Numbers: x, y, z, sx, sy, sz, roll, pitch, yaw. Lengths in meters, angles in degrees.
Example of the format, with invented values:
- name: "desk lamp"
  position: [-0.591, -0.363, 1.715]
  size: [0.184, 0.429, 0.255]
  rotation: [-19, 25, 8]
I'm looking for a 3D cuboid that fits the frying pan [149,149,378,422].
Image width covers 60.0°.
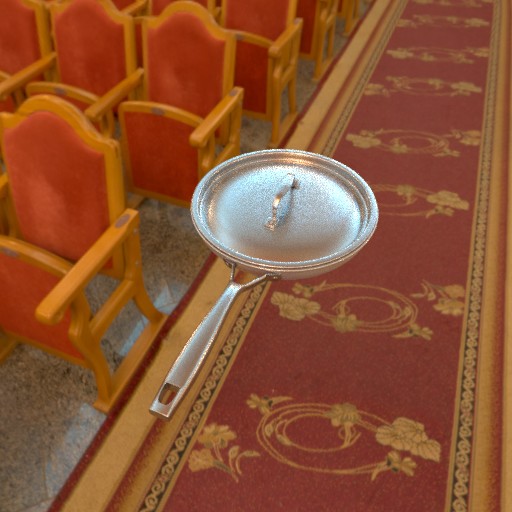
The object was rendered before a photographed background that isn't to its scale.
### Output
- name: "frying pan"
  position: [0.000, 0.000, 0.587]
  size: [0.272, 0.086, 0.490]
  rotation: [16, 48, 15]
